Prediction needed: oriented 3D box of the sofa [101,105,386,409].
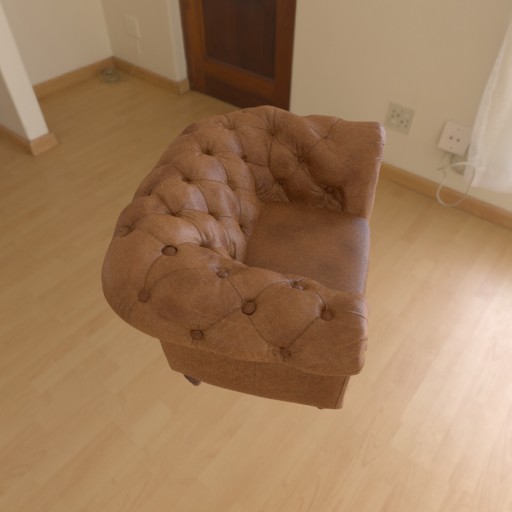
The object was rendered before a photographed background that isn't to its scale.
[{"bbox_3d":[0.000,0.000,2.063,1.033,0.878,1.405,10,46,10],"label":"sofa"}]
